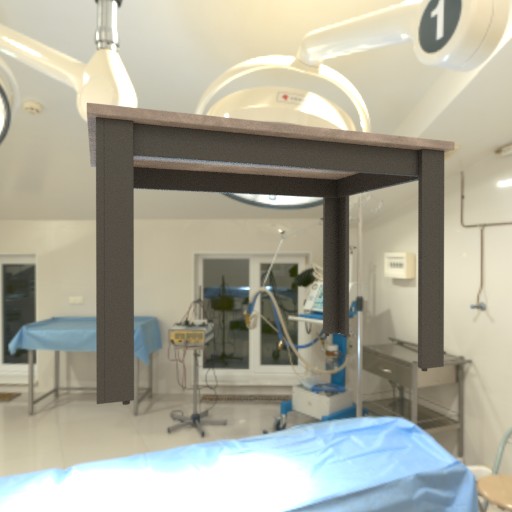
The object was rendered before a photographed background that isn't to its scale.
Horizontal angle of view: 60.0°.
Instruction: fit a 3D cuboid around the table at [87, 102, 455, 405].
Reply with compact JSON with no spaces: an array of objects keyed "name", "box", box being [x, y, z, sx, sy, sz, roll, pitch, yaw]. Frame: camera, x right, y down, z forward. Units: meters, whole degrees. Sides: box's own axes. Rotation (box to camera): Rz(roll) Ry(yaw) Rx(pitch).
[{"name":"table","box":[0.000,0.000,1.564,1.100,0.734,0.700,0,0,-20]}]
